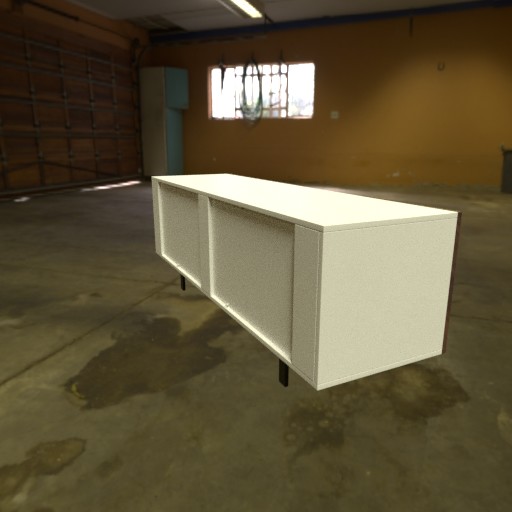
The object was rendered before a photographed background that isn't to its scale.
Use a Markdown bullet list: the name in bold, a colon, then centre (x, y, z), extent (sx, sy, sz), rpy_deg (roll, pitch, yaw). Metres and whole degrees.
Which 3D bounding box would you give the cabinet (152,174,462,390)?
- **cabinet**: centre (0.000, 0.000, 1.759), extent (0.431, 0.533, 1.499), rpy_deg (-7, 16, -26)
